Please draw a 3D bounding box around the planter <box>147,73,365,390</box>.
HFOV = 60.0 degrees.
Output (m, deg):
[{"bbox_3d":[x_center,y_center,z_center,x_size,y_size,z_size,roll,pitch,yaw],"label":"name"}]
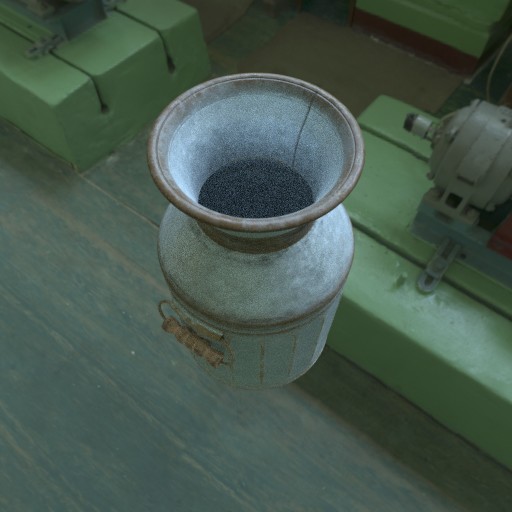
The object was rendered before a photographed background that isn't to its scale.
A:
[{"bbox_3d":[0.000,0.000,0.511,0.215,0.358,0.248,32,64,18],"label":"planter"}]
